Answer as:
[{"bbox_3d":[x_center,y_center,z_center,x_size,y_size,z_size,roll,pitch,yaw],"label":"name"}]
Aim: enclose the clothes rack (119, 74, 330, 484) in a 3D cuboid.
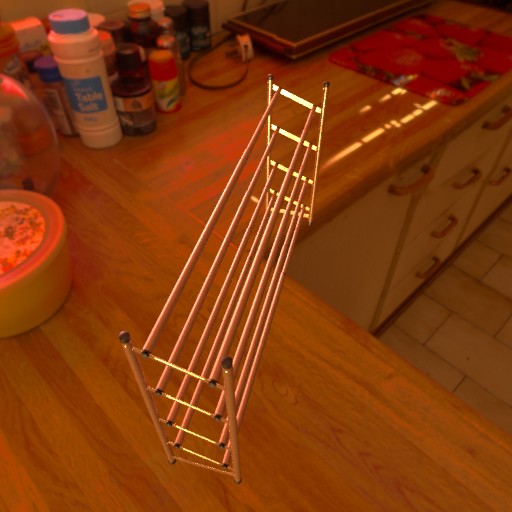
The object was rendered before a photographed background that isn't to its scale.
[{"bbox_3d":[0.000,0.000,1.444,0.229,0.672,1.168,11,48,10],"label":"clothes rack"}]
